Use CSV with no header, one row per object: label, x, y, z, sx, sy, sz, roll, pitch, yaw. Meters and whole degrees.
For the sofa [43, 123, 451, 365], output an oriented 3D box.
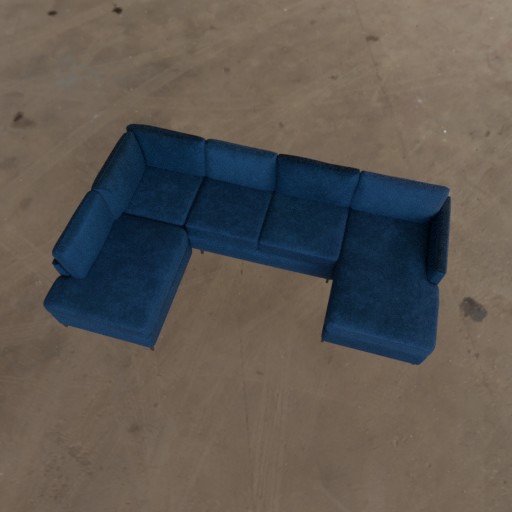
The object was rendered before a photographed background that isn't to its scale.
sofa,0.000,0.000,4.237,3.434,0.992,2.055,13,60,8
